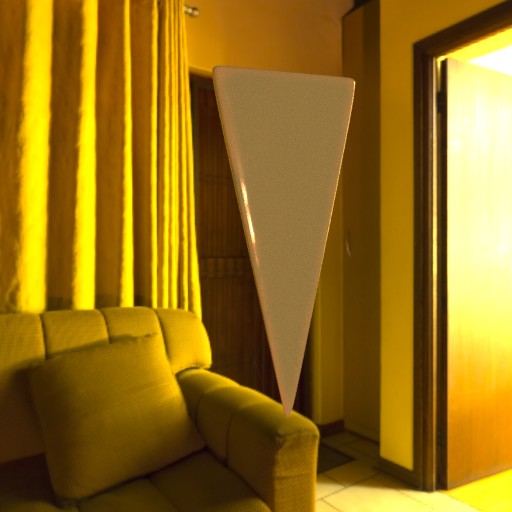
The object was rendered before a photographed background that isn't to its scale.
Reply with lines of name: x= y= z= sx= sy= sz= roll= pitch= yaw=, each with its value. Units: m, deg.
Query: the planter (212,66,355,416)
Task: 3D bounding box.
planter: x=0.000 y=0.000 z=0.221 sx=0.080 sy=0.178 sz=0.064 roll=0 pitch=0 yaw=35
